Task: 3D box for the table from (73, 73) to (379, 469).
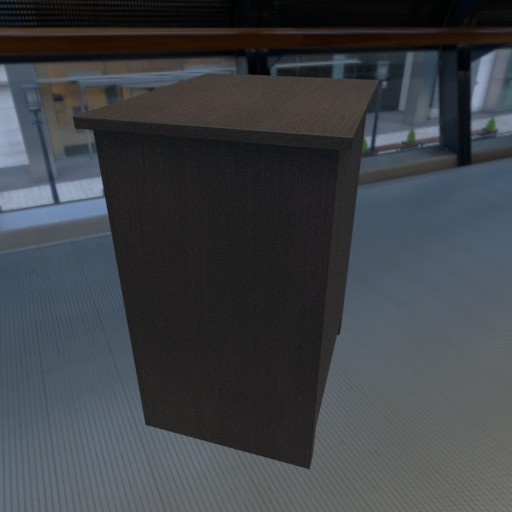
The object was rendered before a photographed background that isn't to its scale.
[{"bbox_3d":[0.000,0.000,0.916,0.381,0.635,0.480,9,30,15],"label":"table"}]
